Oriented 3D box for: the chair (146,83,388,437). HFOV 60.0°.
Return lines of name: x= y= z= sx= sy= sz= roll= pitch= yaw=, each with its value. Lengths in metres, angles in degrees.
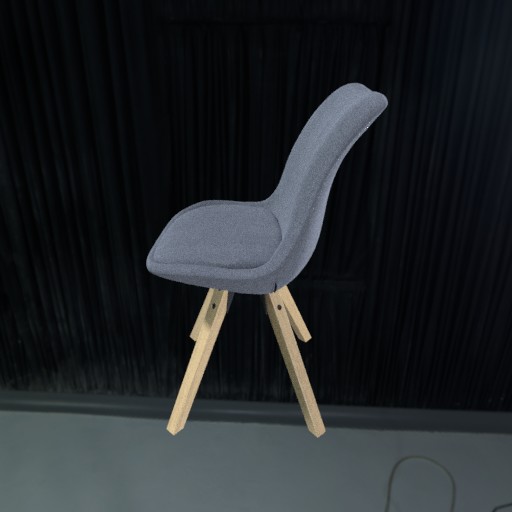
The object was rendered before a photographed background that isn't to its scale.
chair: x=0.000 y=0.000 z=1.189 sx=0.550 sy=0.850 sz=0.485 roll=0 pitch=26 yaw=1
